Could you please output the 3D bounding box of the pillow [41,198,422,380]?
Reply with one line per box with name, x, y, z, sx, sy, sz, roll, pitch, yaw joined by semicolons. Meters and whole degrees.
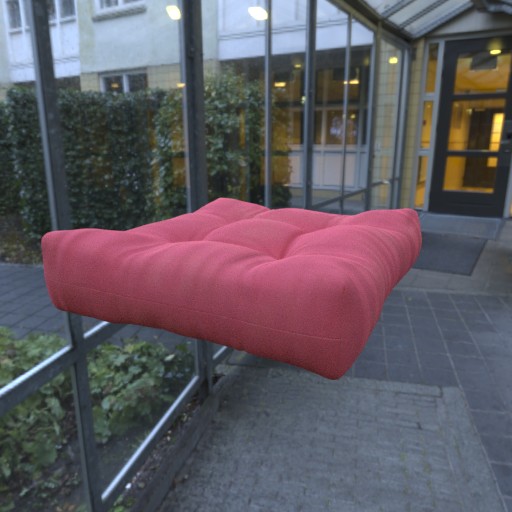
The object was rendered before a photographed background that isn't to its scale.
pillow;0.000;0.000;0.735;0.468;0.128;0.490;8;17;26
